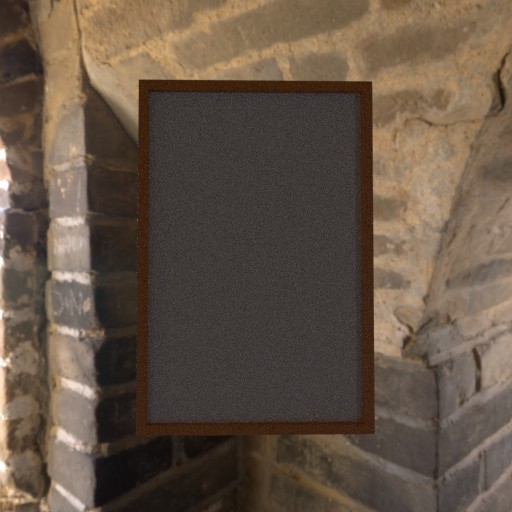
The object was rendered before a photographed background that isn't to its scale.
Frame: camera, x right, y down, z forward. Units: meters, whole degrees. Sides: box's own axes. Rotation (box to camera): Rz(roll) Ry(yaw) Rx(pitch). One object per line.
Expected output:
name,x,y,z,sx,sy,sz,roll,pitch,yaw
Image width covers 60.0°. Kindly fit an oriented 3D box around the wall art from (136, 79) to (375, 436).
wall art,0.000,0.000,0.771,0.405,0.608,0.025,0,-1,-1
